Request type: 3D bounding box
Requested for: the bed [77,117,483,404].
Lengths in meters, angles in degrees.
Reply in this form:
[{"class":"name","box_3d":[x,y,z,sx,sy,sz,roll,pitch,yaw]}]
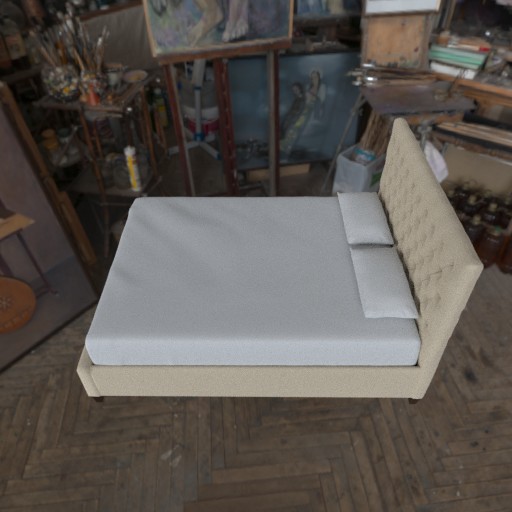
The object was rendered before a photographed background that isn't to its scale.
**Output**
[{"class":"bed","box_3d":[0.000,0.000,3.347,2.387,1.427,1.698,0,43,0]}]
